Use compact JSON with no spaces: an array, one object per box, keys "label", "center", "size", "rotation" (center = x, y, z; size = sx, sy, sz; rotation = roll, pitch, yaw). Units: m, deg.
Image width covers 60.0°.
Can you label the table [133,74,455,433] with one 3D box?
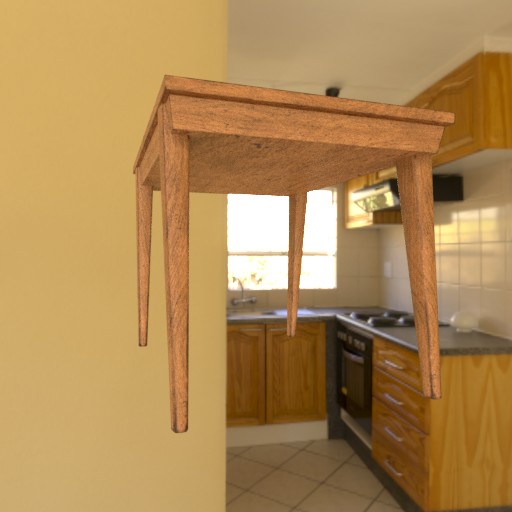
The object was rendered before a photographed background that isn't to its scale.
[{"label":"table","center":[0.000,0.000,1.533],"size":[0.757,0.760,1.027],"rotation":[0,0,-19]}]
